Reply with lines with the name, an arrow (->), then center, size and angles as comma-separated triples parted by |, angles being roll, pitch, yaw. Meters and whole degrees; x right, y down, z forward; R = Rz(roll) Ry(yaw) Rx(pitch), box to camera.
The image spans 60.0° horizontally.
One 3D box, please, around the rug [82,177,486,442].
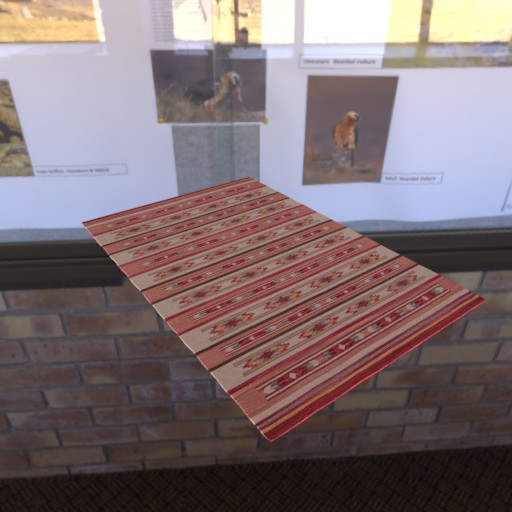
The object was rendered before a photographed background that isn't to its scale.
rug -> 0.000, 0.000, 2.295 | 1.223, 0.008, 1.817 | -21, 37, -30
